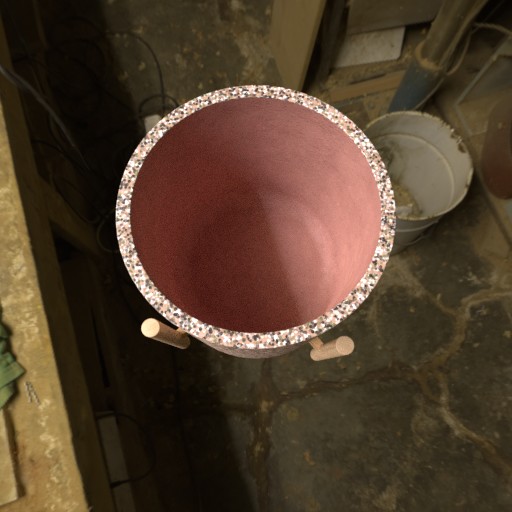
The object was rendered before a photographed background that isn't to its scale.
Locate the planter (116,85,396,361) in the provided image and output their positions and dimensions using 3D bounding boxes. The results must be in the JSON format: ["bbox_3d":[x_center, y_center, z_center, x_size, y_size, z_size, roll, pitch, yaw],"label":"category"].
[{"bbox_3d":[0.000,0.000,0.682,0.360,0.419,0.360,-17,76,-4],"label":"planter"}]
